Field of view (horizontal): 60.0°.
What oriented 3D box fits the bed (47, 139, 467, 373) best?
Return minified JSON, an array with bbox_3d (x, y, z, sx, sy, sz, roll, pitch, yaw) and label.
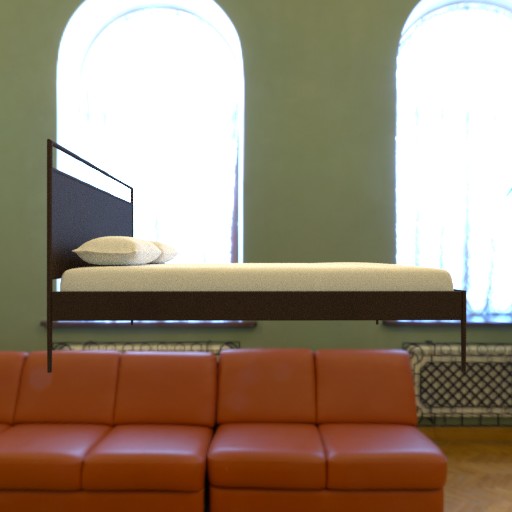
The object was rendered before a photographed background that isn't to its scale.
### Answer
[{"bbox_3d":[0.000,0.000,3.018,2.122,1.173,1.572,0,0,-1],"label":"bed"}]
